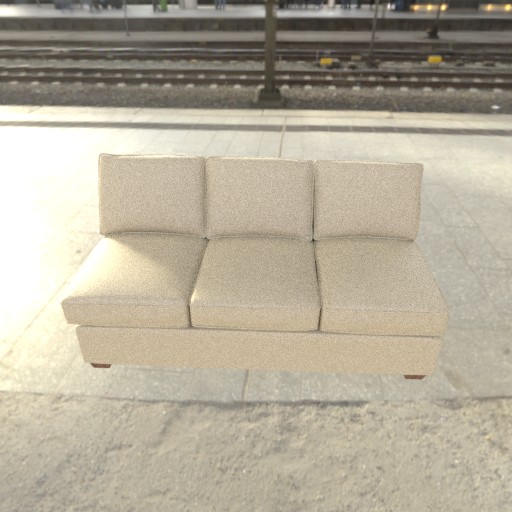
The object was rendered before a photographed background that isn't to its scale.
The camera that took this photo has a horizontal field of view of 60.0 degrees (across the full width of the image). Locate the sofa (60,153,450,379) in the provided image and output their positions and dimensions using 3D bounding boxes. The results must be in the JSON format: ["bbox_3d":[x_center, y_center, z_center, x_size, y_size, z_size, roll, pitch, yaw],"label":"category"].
[{"bbox_3d":[0.000,0.000,2.587,1.962,0.973,1.027,1,31,2],"label":"sofa"}]
